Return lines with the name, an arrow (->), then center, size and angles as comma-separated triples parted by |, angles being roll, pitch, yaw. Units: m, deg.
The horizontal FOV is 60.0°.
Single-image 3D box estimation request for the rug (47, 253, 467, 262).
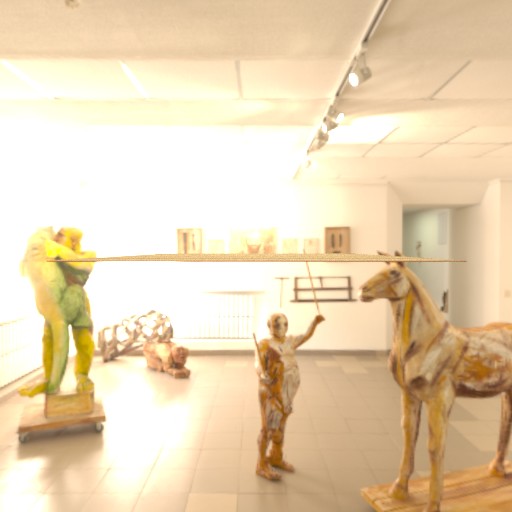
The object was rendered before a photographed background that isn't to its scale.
rug -> 0.000, 0.000, 4.074 | 2.436, 0.011, 3.045 | 0, 1, 0
